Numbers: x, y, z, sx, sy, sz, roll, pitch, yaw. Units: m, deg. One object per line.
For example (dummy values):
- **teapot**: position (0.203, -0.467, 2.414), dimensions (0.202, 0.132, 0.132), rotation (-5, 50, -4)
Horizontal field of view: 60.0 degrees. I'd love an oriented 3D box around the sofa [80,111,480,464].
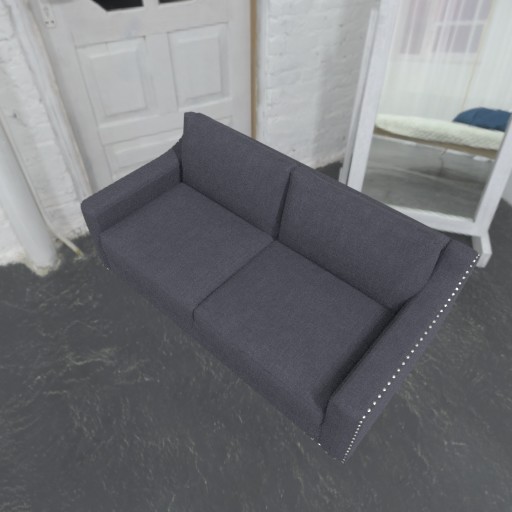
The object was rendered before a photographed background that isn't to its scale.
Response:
- **sofa**: position (0.000, 0.000, 3.261), dimensions (2.550, 1.196, 1.336), rotation (33, 56, 26)
